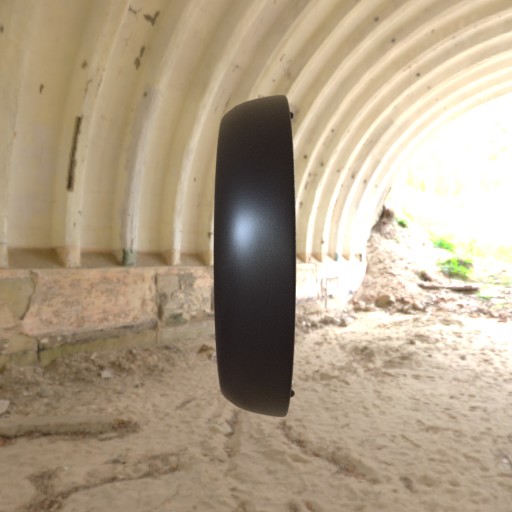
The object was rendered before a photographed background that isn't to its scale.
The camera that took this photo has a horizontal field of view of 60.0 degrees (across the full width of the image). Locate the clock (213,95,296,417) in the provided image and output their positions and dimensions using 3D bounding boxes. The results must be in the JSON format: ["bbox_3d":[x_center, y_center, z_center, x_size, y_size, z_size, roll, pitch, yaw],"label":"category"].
[{"bbox_3d":[0.000,0.000,0.439,0.060,0.300,0.300,0,0,0],"label":"clock"}]
